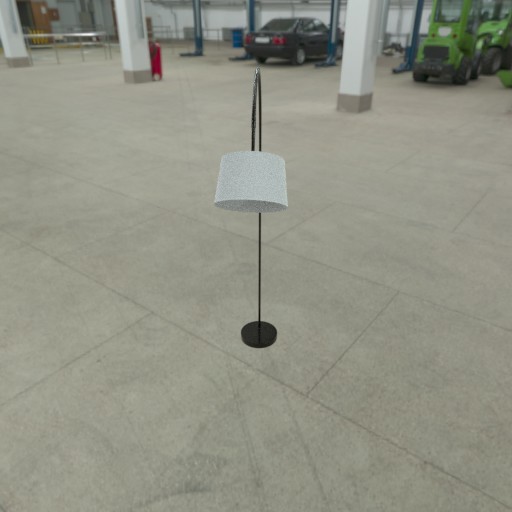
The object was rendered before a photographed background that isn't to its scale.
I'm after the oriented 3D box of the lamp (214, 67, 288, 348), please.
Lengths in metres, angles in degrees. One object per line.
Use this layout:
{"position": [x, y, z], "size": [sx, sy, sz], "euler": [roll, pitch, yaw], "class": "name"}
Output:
{"position": [0.000, 0.000, 2.711], "size": [0.331, 2.104, 1.363], "euler": [1, 29, 2], "class": "lamp"}
